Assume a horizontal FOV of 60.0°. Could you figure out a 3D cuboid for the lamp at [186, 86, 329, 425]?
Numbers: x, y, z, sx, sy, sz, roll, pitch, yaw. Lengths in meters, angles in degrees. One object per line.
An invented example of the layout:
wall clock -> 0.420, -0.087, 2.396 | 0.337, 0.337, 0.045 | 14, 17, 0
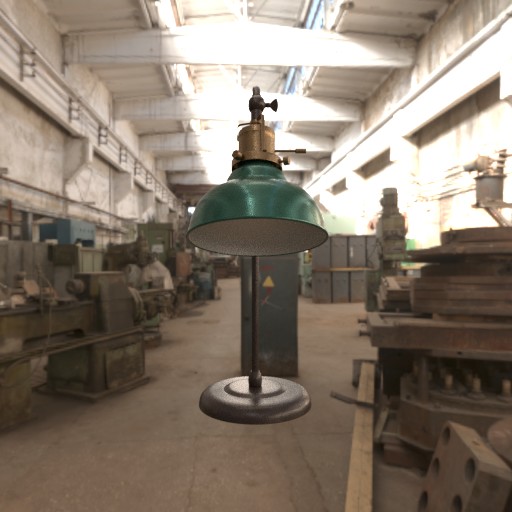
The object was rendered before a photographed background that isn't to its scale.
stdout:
lamp -> 0.000, 0.000, 0.670 | 0.192, 0.508, 0.374 | 0, 0, -1
